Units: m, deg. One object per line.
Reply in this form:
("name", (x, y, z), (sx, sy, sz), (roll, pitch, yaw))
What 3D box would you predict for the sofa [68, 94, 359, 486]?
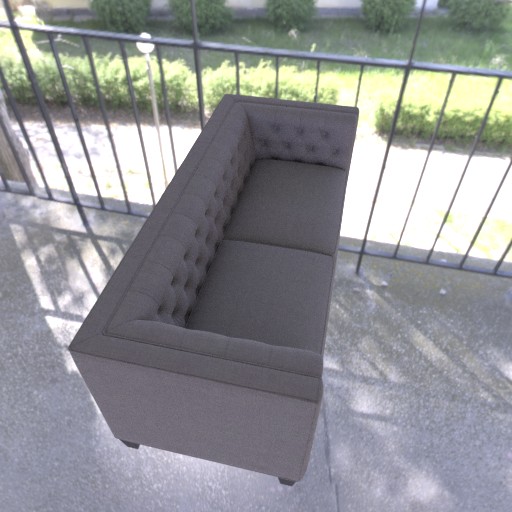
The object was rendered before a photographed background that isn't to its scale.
("sofa", (0.000, 0.000, 2.144), (0.775, 0.762, 1.778), (9, 46, 9))
